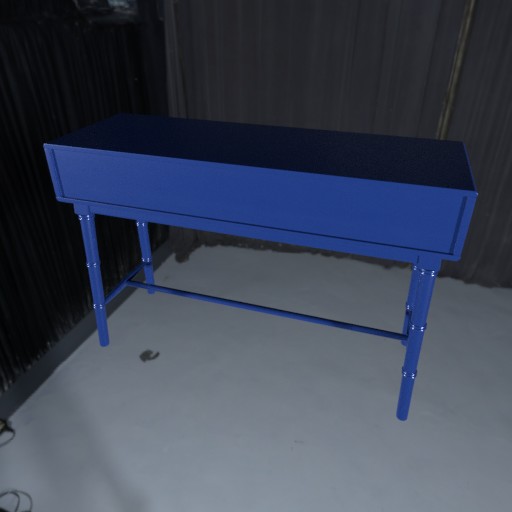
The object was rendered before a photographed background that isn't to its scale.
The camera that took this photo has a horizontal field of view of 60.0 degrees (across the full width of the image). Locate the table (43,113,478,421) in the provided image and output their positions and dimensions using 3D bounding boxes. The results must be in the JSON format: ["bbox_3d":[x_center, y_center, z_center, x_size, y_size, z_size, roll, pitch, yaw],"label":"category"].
[{"bbox_3d":[0.000,0.000,1.438,1.118,0.749,0.399,9,32,15],"label":"table"}]
